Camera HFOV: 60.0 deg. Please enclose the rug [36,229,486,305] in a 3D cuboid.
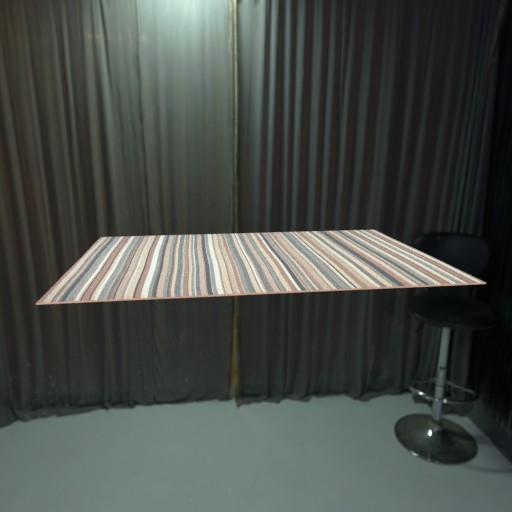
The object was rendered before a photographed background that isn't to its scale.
[{"bbox_3d":[0.000,0.000,2.358,1.829,0.008,1.219,-2,14,-8],"label":"rug"}]
